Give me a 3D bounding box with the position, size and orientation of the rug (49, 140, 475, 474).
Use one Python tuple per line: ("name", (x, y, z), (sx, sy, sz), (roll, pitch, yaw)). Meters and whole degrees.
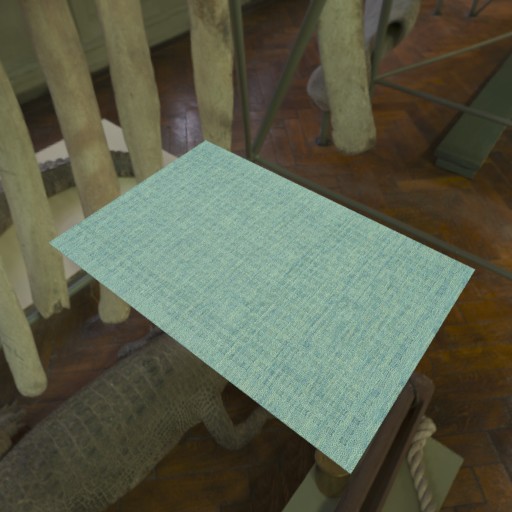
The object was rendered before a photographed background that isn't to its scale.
("rug", (0.000, 0.000, 2.848), (2.286, 0.006, 1.522), (31, 55, 25))
